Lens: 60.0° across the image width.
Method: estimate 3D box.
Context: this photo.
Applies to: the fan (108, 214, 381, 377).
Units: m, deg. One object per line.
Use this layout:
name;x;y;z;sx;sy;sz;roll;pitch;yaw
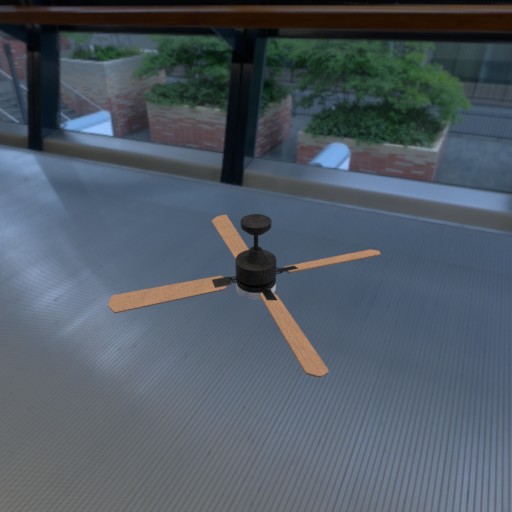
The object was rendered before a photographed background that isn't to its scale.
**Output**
fan;0.000;0.000;2.001;1.320;0.355;1.320;-10;33;-17
